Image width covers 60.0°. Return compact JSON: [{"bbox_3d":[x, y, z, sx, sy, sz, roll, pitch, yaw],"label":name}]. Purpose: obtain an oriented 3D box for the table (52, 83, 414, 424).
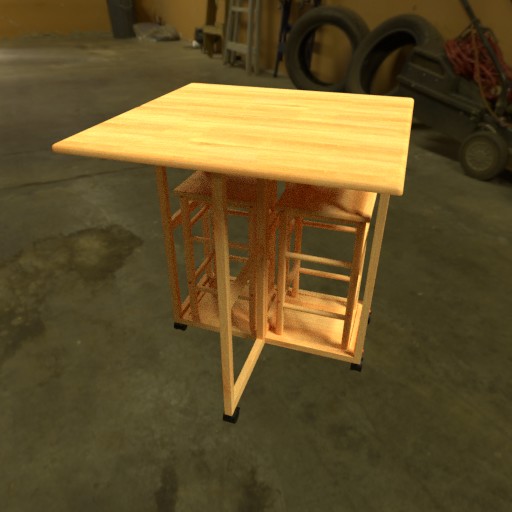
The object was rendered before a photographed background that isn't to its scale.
[{"bbox_3d":[0.000,0.000,1.343,0.752,0.832,0.693,10,33,15],"label":"table"}]
